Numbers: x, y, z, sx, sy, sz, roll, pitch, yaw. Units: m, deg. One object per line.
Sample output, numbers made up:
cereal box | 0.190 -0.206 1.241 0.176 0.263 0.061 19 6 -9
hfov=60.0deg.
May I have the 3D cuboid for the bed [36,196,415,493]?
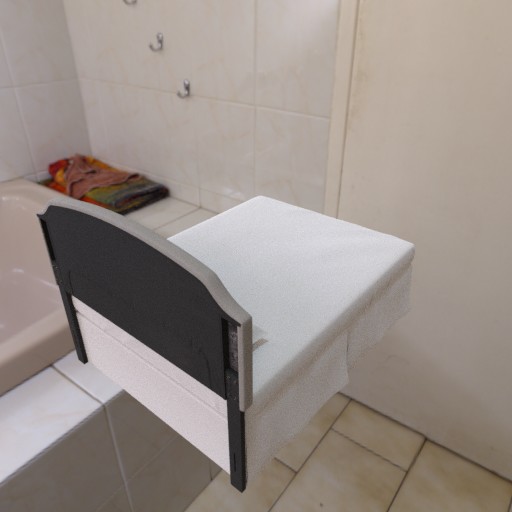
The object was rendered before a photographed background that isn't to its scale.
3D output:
bed | 0.000 0.000 2.922 1.558 1.270 1.999 23 37 33
